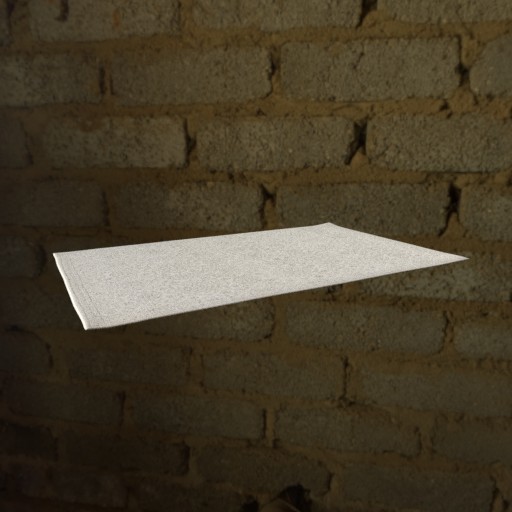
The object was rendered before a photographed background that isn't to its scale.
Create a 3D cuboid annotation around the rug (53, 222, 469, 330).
[{"bbox_3d":[0.000,0.000,2.423,1.947,0.023,1.214,-8,16,-28],"label":"rug"}]
